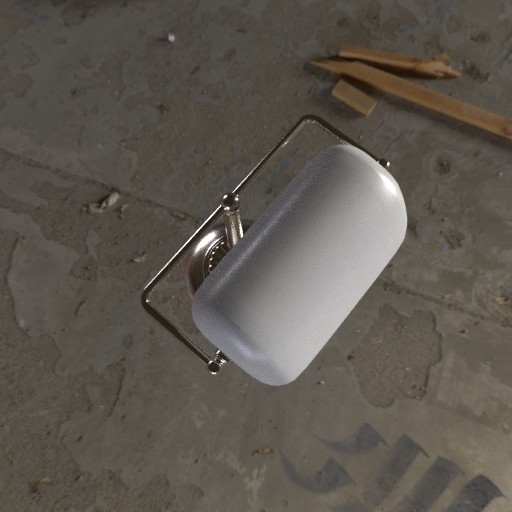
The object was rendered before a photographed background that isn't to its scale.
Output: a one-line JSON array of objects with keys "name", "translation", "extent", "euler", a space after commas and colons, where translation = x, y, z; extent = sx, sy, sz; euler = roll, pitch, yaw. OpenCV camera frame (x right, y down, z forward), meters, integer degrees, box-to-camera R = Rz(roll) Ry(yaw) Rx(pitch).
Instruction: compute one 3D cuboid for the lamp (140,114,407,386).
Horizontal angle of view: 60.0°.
[{"name": "lamp", "translation": [0.000, 0.000, 0.536], "extent": [0.243, 0.339, 0.264], "euler": [39, 78, 10]}]
